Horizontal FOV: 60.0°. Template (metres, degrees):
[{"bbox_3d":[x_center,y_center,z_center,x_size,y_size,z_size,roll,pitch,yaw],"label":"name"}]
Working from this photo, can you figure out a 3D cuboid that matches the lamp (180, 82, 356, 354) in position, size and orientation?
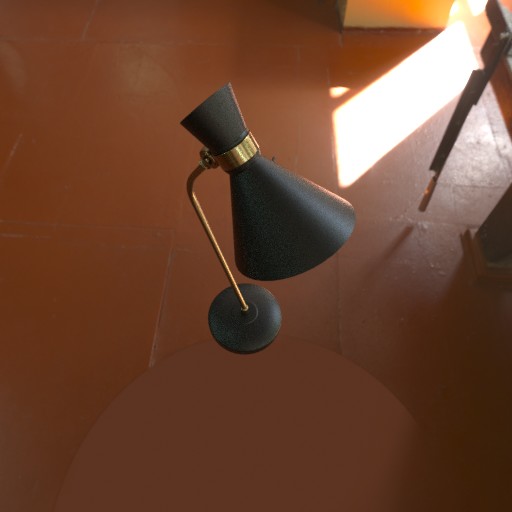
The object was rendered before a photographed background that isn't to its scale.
[{"bbox_3d":[0.000,0.000,0.775,0.292,0.647,0.189,33,64,18],"label":"lamp"}]
